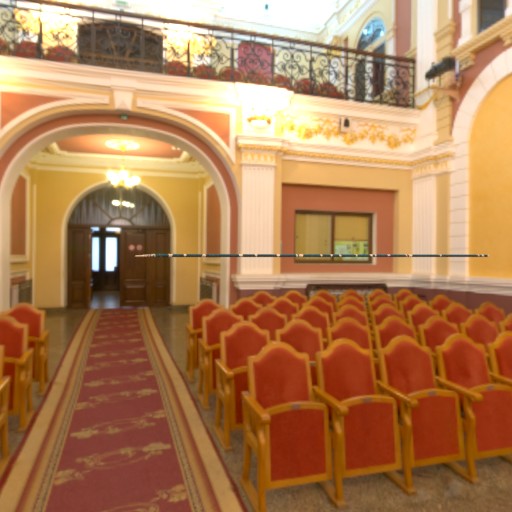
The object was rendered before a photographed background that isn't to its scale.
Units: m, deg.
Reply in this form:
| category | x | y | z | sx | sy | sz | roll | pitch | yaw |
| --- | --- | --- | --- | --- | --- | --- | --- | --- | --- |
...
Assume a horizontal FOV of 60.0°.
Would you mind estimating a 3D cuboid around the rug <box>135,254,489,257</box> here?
| category | x | y | z | sx | sy | sz | roll | pitch | yaw |
| --- | --- | --- | --- | --- | --- | --- | --- | --- | --- |
| rug | 0.000 | 0.000 | 2.989 | 1.517 | 0.011 | 2.435 | 0 | 0 | -17 |
